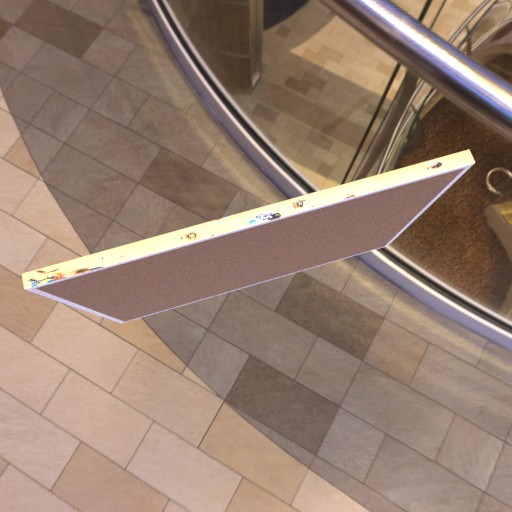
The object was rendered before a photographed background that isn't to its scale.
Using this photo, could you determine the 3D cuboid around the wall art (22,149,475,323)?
[{"bbox_3d":[0.000,0.000,1.446,1.136,0.769,0.040,-16,76,-4],"label":"wall art"}]
